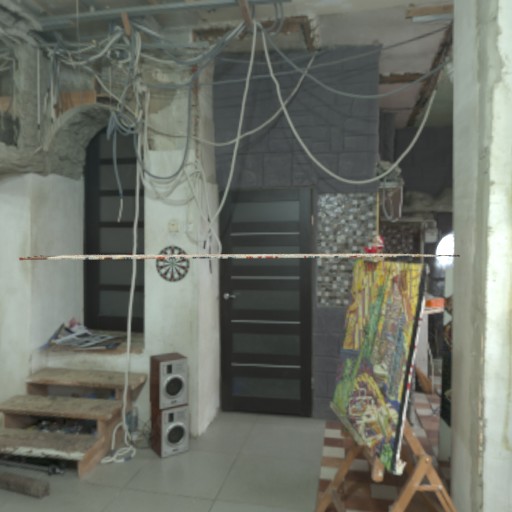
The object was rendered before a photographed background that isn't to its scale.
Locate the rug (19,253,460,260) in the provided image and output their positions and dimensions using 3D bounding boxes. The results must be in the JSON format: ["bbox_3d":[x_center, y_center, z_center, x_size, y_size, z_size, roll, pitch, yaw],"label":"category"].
[{"bbox_3d":[0.000,0.000,2.936,2.682,0.015,0.763,0,1,-18],"label":"rug"}]
